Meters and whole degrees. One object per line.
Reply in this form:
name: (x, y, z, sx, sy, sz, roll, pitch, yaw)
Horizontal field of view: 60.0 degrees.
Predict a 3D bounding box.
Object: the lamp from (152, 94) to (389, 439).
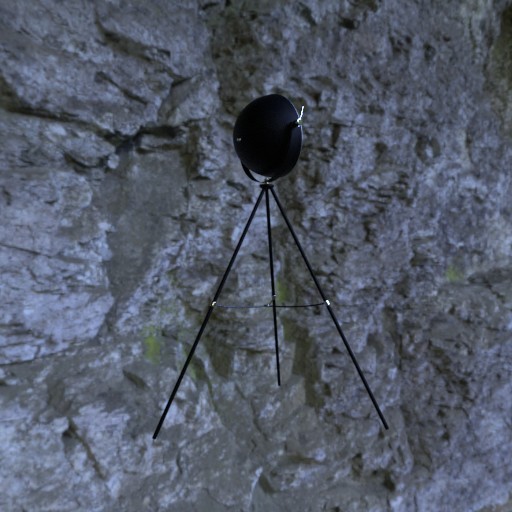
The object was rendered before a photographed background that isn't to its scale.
lamp: (0.000, 0.000, 2.021, 0.920, 1.512, 0.817, 0, -1, -35)
